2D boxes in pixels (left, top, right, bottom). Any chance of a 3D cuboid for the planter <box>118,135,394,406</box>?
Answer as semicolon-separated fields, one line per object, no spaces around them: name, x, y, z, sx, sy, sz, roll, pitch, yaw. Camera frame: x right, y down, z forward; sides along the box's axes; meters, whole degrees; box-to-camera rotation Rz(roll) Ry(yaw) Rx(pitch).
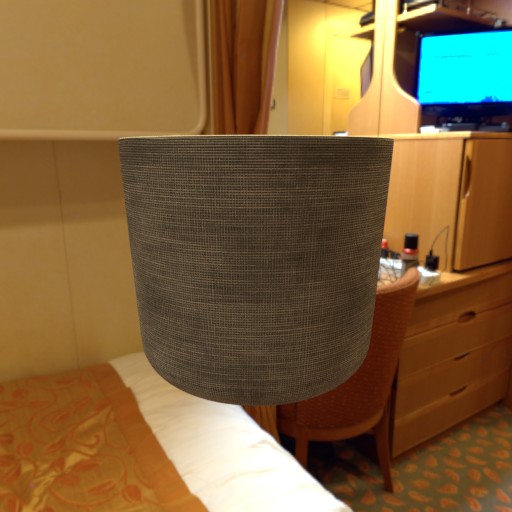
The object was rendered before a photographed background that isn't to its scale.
planter;0.000;0.000;0.784;0.440;0.398;0.440;0;13;0
